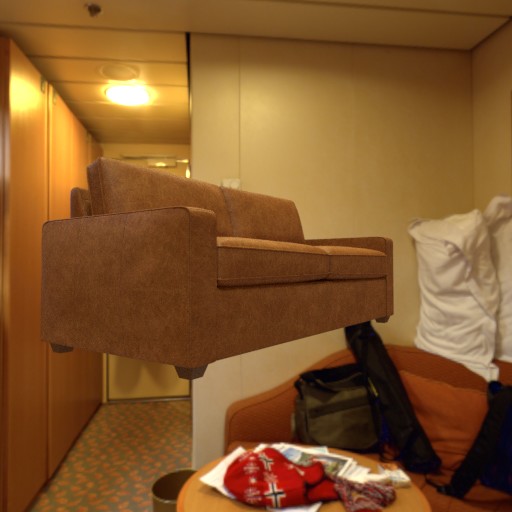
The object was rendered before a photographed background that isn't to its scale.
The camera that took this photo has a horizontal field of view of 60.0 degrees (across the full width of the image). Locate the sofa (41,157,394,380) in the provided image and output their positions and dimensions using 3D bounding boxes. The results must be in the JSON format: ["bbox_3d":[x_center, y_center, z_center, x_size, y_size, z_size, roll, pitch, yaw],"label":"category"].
[{"bbox_3d":[0.000,0.000,2.646,0.991,0.928,2.156,-1,-2,36],"label":"sofa"}]
